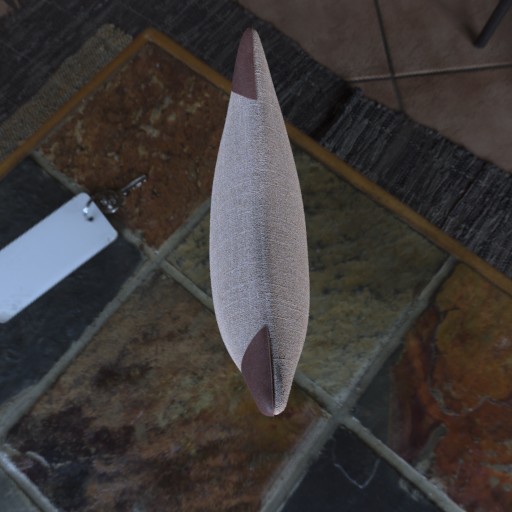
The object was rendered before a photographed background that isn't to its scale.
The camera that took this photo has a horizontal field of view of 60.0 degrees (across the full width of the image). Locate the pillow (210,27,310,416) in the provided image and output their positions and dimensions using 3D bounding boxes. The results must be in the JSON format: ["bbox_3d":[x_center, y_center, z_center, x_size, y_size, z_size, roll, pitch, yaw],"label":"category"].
[{"bbox_3d":[0.000,0.000,0.672,0.147,0.448,0.437,-4,75,-1],"label":"pillow"}]
